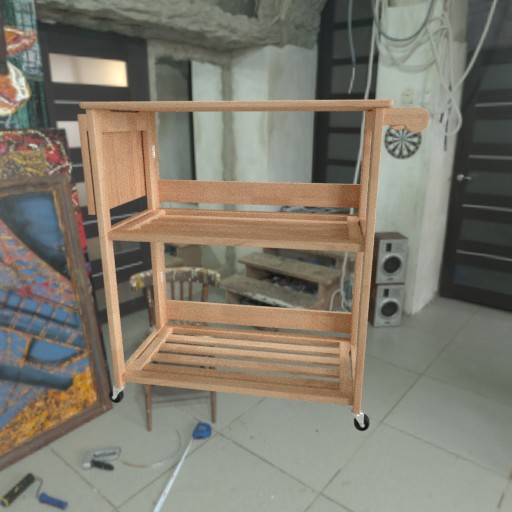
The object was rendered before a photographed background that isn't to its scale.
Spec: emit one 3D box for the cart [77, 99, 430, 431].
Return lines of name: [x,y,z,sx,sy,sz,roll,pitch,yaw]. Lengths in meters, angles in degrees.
cart: [0.000,0.000,1.355,0.853,0.879,0.432,3,17,10]
